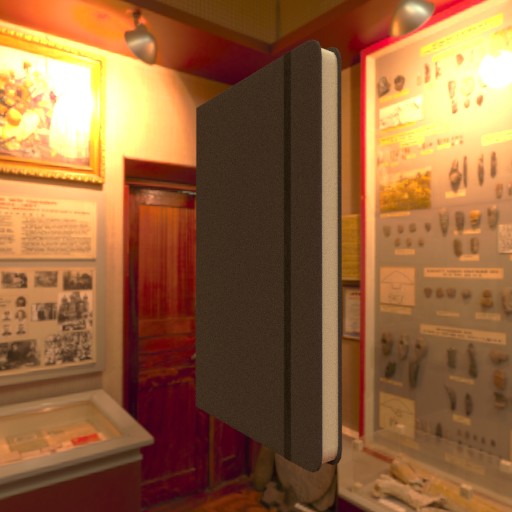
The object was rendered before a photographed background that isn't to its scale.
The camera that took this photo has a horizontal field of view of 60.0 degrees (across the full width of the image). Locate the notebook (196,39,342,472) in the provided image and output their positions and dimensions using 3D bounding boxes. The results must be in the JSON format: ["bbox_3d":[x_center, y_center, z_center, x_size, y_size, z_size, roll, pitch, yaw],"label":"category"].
[{"bbox_3d":[0.000,0.000,0.267,0.016,0.213,0.127,0,-1,-35],"label":"notebook"}]
